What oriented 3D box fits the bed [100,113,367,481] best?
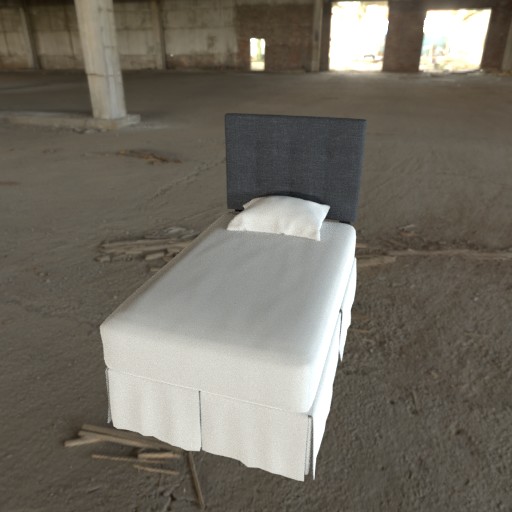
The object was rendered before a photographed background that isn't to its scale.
[{"bbox_3d":[0.000,0.000,2.986,1.261,1.571,1.997,8,26,16],"label":"bed"}]
